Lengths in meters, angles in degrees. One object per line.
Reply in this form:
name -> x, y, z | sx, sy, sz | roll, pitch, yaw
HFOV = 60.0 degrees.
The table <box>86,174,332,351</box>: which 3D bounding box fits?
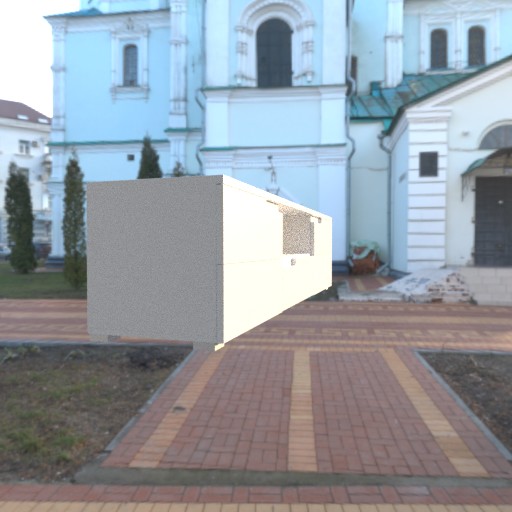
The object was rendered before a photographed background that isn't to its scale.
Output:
table -> 0.000, 0.000, 1.891 | 0.390, 0.420, 1.650 | 0, 1, 18
